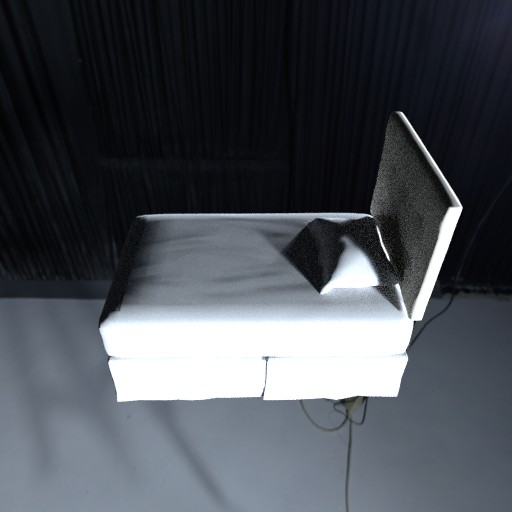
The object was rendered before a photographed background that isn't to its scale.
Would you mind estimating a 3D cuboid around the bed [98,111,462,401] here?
[{"bbox_3d":[0.000,0.000,3.031,1.997,1.571,1.261,0,41,0],"label":"bed"}]
